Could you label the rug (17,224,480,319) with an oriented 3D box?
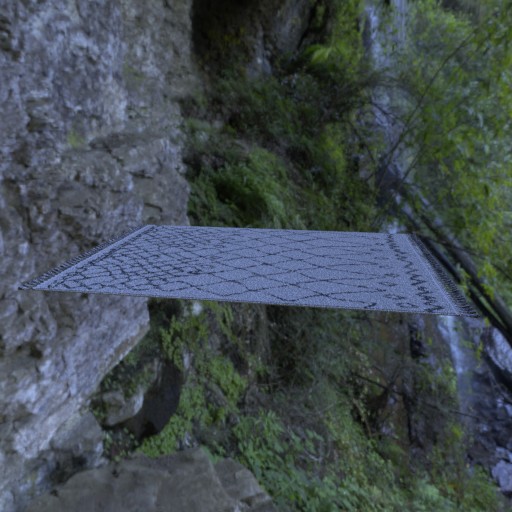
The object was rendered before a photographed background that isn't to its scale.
[{"bbox_3d":[0.000,0.000,2.945,2.312,0.017,1.613,3,17,9],"label":"rug"}]
